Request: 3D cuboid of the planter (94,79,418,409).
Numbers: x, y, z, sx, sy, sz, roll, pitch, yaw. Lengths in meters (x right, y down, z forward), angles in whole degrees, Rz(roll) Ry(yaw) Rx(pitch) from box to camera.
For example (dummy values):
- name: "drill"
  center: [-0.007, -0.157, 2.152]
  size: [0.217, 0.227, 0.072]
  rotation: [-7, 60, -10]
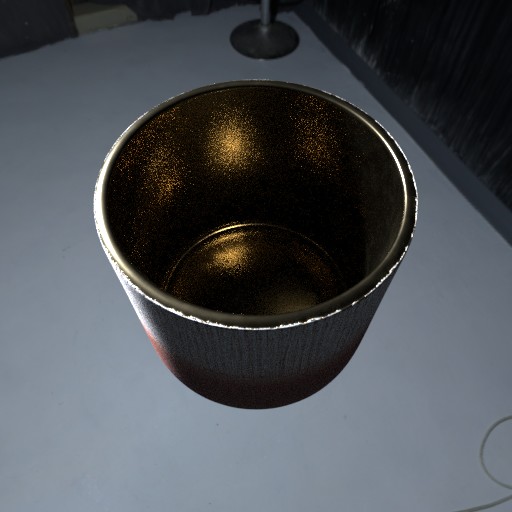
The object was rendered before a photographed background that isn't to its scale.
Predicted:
- name: "planter"
  center: [0.000, 0.000, 0.308]
  size: [0.178, 0.157, 0.178]
  rotation: [0, 58, 0]
